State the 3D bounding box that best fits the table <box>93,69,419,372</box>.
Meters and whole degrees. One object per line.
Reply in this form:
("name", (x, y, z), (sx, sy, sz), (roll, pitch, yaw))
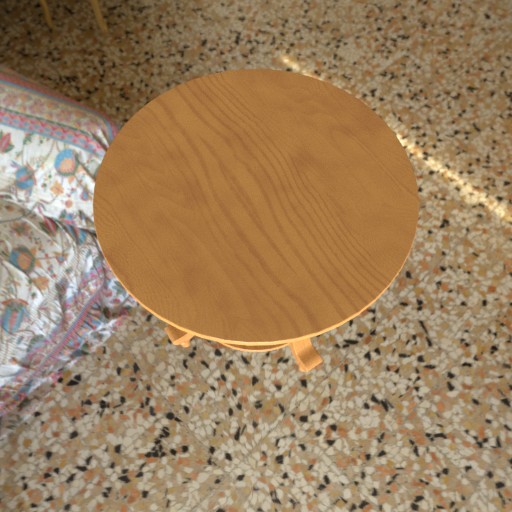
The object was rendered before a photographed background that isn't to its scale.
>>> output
("table", (0.000, 0.000, 1.093), (0.597, 0.612, 0.597), (0, 64, 0))
